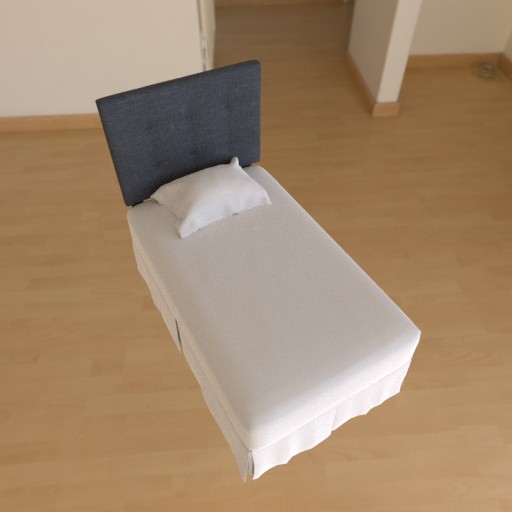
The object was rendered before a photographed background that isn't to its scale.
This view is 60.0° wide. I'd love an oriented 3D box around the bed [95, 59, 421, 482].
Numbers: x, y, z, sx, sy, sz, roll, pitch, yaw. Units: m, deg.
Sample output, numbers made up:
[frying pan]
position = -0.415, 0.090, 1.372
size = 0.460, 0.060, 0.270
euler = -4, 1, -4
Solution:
[bed]
position = 0.000, 0.000, 2.871
size = 1.261, 1.571, 1.997
euler = -23, 52, -20
